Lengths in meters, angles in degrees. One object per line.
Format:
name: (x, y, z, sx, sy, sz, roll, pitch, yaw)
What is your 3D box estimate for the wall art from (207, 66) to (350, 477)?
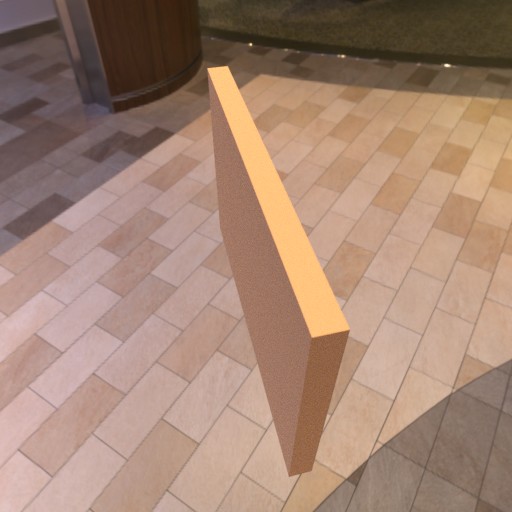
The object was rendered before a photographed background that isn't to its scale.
wall art: (0.000, 0.000, 0.778, 0.039, 0.407, 0.609, -10, 47, -9)
